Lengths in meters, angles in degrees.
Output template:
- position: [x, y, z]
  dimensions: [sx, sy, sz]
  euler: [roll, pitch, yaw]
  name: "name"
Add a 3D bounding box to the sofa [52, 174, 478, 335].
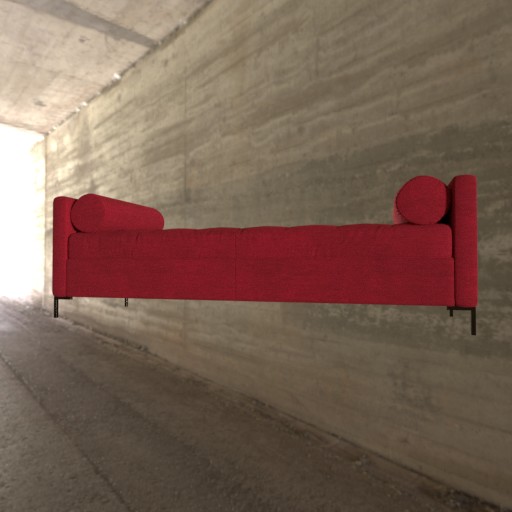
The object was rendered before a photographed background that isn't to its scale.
- position: [0.000, 0.000, 2.307]
  dimensions: [1.981, 0.635, 0.686]
  euler: [0, -1, 17]
  name: "sofa"
